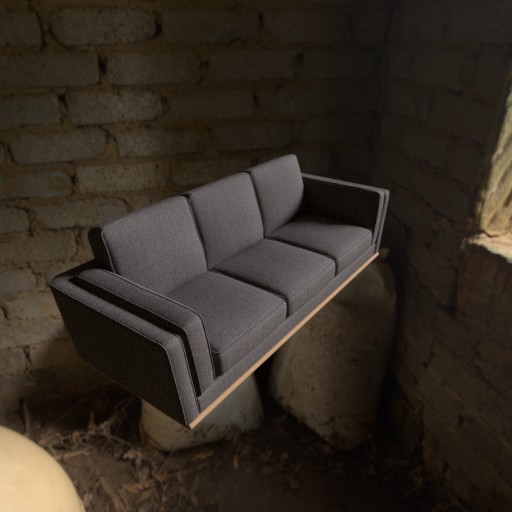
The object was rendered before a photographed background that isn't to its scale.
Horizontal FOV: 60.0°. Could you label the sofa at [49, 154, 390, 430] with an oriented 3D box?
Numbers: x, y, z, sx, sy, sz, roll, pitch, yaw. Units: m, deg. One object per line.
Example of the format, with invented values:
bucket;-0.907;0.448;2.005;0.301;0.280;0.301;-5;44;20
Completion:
sofa;0.000;0.000;2.902;0.903;0.899;2.362;18;32;32
